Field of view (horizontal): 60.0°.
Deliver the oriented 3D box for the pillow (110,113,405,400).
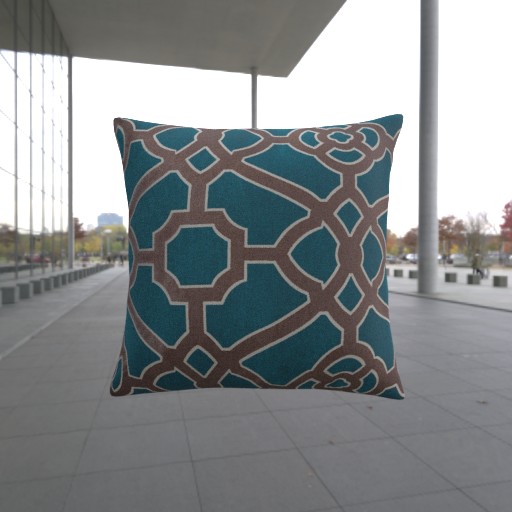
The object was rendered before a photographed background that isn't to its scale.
[{"bbox_3d":[0.000,0.000,0.795,0.526,0.507,0.166,0,0,2],"label":"pillow"}]
